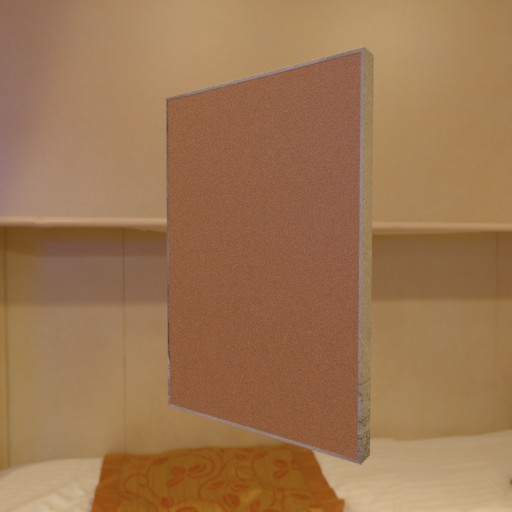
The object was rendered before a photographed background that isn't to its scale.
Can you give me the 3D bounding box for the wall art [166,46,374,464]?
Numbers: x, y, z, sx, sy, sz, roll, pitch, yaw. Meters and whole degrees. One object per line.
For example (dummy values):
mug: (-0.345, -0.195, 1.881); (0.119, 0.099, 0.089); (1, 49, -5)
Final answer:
wall art: (0.000, 0.000, 0.773); (0.403, 0.607, 0.036); (1, 3, 35)
